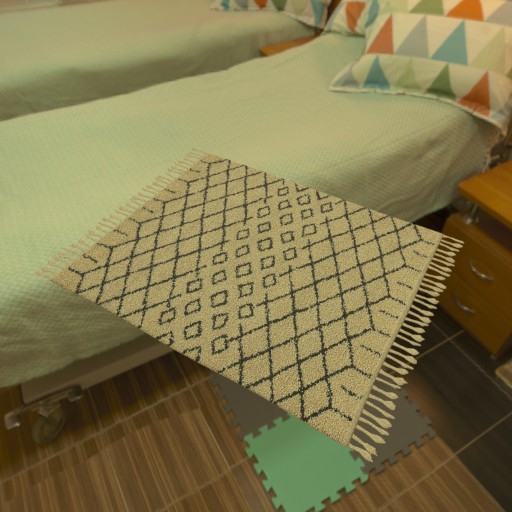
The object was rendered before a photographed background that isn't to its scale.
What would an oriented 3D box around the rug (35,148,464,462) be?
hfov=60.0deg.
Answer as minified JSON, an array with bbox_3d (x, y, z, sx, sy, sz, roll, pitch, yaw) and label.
[{"bbox_3d":[0.000,0.000,4.090,3.213,0.030,2.388,23,50,21],"label":"rug"}]
